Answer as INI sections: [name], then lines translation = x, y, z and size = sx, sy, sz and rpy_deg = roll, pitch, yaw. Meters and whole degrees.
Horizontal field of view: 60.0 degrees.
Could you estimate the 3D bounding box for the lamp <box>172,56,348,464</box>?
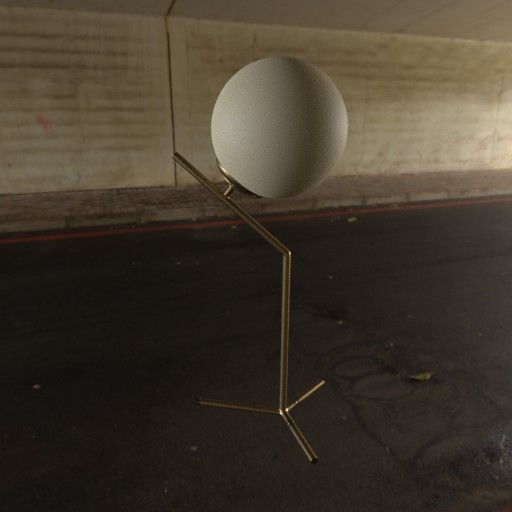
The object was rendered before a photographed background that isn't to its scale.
[lamp]
translation = 0.000, 0.000, 0.671
size = 0.251, 0.552, 0.210
rpy_deg = 3, 17, 11
